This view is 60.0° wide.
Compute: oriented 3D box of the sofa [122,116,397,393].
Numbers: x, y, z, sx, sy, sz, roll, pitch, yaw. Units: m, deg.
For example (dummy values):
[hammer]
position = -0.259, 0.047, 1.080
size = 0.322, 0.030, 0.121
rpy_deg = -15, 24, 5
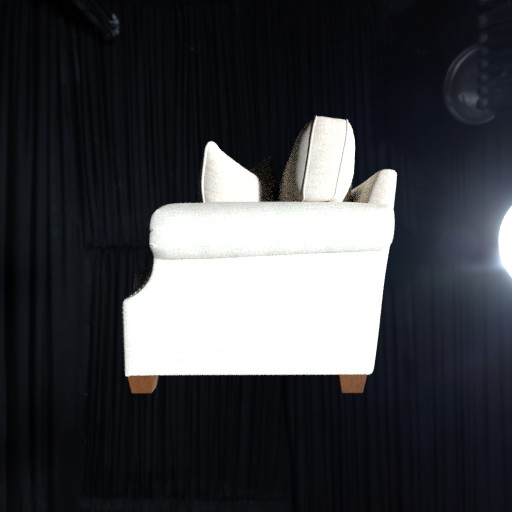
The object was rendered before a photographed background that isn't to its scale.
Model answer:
[sofa]
position = 0.000, 0.000, 2.294
size = 0.966, 0.966, 1.701
rpy_deg = 0, 0, -1
